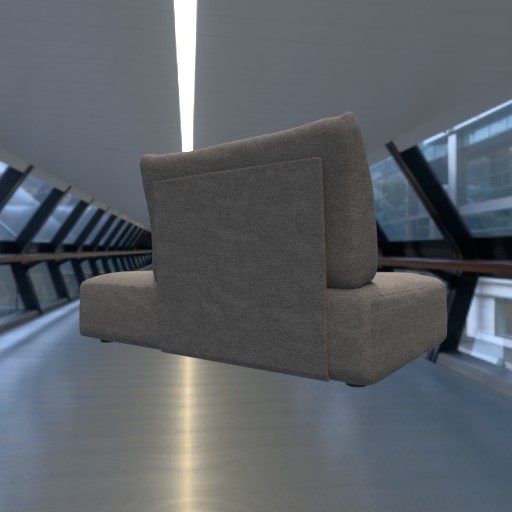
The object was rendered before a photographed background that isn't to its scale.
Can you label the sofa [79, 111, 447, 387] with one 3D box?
[{"bbox_3d":[0.000,0.000,2.037,1.450,0.820,1.002,0,0,36],"label":"sofa"}]
